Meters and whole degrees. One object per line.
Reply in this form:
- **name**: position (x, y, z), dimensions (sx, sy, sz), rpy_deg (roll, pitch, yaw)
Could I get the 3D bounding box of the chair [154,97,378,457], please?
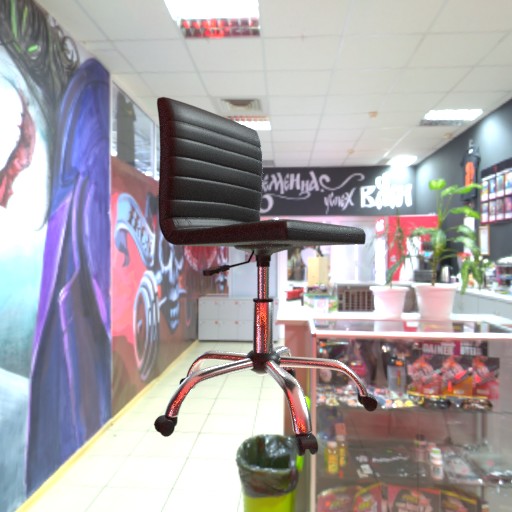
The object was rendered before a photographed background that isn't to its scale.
- **chair**: position (0.000, 0.000, 1.140), dimensions (0.530, 0.780, 0.556), rpy_deg (0, 0, 37)
